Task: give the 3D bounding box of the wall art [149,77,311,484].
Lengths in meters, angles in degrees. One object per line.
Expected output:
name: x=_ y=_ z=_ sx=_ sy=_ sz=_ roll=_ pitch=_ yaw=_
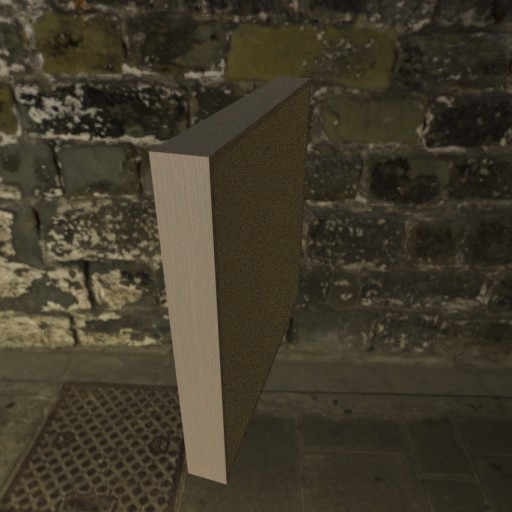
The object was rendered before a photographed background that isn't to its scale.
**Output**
wall art: x=0.000 y=0.000 z=0.456 sx=0.038 sy=0.303 sz=0.304 roll=9 pitch=31 yaw=15
